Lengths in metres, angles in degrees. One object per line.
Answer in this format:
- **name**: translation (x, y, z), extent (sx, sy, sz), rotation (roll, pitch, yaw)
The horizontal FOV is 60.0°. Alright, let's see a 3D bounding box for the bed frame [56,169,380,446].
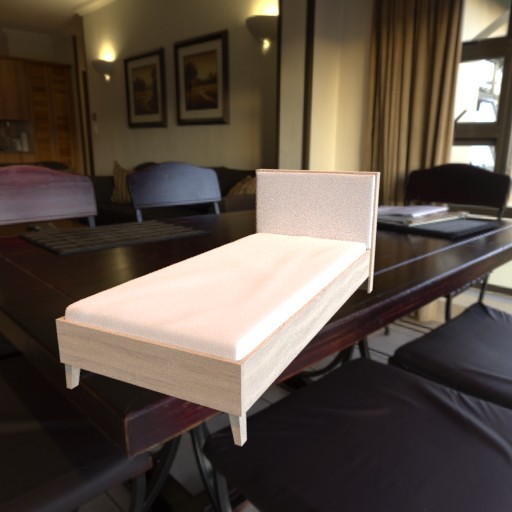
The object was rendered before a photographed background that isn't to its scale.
- **bed frame**: translation (0.000, 0.000, 2.697), extent (0.990, 0.920, 2.140), rotation (7, 16, 26)
